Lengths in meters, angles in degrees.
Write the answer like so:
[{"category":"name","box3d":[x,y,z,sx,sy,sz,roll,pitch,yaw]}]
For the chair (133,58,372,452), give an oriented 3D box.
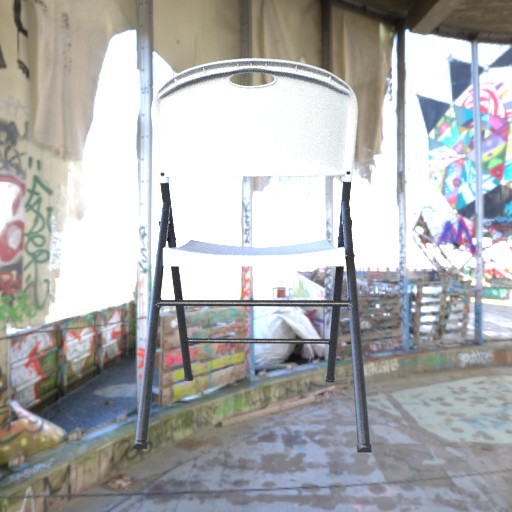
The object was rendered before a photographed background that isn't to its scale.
[{"category":"chair","box3d":[0.000,0.000,1.180,0.494,0.810,0.566,0,-1,2]}]
